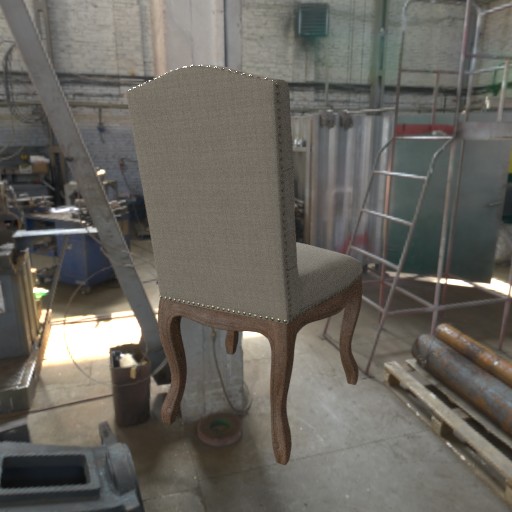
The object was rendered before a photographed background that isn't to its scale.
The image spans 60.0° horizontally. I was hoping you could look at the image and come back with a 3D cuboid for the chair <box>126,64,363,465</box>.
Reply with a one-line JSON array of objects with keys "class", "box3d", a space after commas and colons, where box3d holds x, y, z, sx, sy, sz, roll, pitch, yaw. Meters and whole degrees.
[{"class": "chair", "box3d": [0.000, 0.000, 1.592, 0.637, 1.191, 0.731, 7, 16, 26]}]
